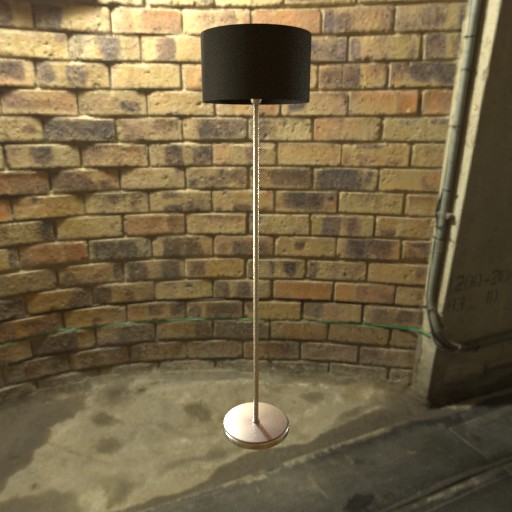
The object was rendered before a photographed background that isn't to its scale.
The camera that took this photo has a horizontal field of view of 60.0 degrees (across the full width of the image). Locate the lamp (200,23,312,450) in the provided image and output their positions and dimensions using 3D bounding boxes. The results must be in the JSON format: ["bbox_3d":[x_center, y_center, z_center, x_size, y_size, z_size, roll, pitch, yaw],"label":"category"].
[{"bbox_3d":[0.000,0.000,1.596,0.348,1.443,0.348,8,18,26],"label":"lamp"}]
